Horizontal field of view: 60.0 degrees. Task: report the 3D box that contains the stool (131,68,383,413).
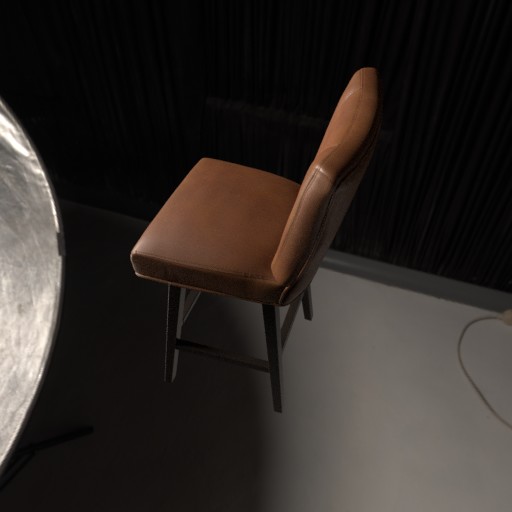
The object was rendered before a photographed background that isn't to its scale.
[{"bbox_3d":[0.000,0.000,1.431,0.585,1.094,0.522,14,48,13],"label":"stool"}]
